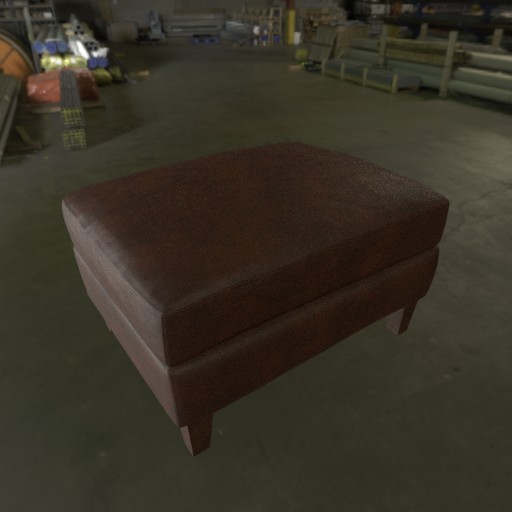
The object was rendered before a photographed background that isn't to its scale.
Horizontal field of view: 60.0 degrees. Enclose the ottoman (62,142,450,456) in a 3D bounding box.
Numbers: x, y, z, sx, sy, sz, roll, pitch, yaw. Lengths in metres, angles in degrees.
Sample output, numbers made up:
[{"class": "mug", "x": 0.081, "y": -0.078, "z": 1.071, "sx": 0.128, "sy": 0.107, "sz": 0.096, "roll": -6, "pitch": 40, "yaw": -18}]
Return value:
[{"class": "ottoman", "x": 0.000, "y": 0.000, "z": 1.271, "sx": 0.887, "sy": 0.527, "sz": 0.659, "roll": -20, "pitch": 36, "yaw": -30}]
